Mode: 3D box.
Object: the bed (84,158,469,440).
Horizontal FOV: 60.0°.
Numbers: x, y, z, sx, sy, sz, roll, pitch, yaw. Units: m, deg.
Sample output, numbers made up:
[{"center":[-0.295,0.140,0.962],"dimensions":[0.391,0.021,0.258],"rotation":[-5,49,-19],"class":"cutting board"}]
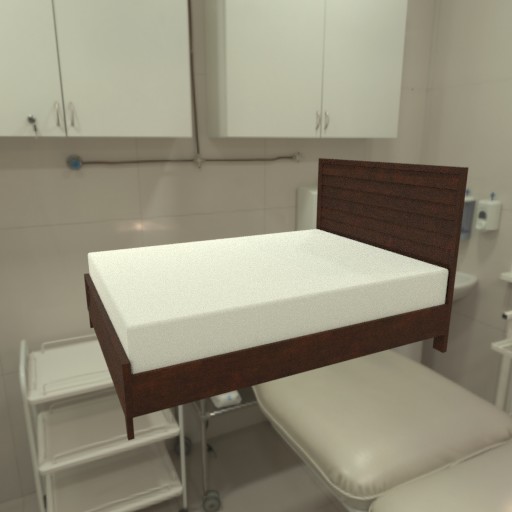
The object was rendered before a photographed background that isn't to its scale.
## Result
[{"center":[0.000,0.000,3.165],"dimensions":[2.184,1.270,1.600],"rotation":[-7,16,-26],"class":"bed"}]
